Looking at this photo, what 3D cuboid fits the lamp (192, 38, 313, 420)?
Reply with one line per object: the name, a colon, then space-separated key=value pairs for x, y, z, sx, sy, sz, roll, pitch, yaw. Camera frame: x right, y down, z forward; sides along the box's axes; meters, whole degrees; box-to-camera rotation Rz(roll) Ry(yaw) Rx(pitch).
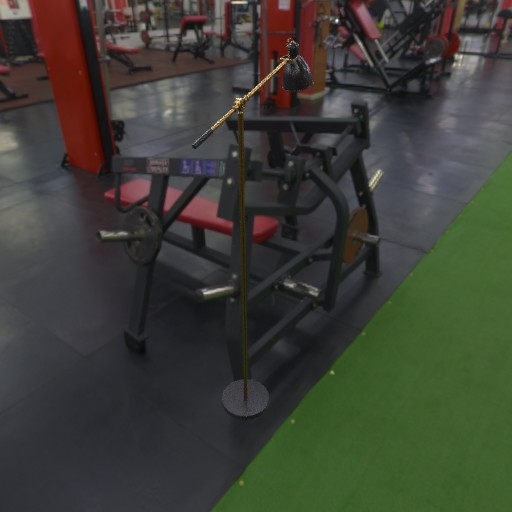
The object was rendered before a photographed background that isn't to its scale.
lamp: x=0.000 y=0.000 z=1.866 sx=0.235 sy=1.628 sz=0.618 roll=23 pitch=38 yaw=33
